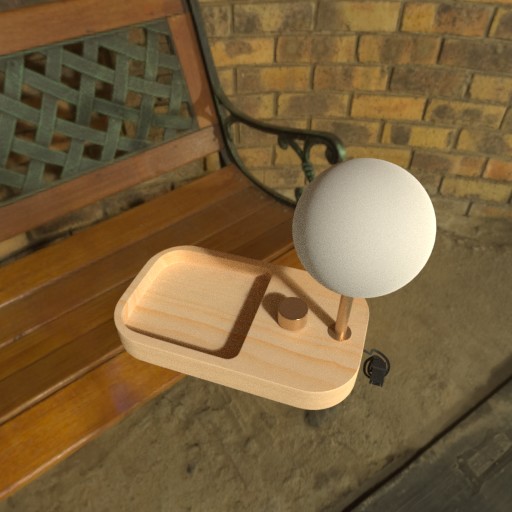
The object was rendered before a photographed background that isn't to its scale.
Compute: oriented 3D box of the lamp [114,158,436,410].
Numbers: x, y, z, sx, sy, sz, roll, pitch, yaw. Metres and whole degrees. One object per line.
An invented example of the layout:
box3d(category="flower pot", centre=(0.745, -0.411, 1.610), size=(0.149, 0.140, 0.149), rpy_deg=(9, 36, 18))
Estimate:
box3d(category="lamp", centre=(0.000, 0.000, 0.470), size=(0.331, 0.253, 0.173), rpy_deg=(13, 44, 13))
